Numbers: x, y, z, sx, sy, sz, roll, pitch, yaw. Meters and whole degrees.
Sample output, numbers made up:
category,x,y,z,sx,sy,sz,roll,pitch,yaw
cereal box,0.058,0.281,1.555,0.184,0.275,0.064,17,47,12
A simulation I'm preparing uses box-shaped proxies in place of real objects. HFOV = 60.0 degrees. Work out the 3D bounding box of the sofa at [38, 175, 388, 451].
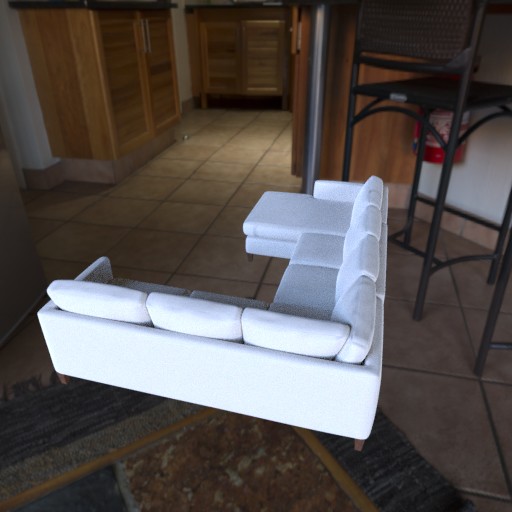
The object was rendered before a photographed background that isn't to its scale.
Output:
category,x,y,z,sx,sy,sz,roll,pitch,yaw
sofa,0.000,0.000,4.626,2.593,0.956,3.459,8,31,13
